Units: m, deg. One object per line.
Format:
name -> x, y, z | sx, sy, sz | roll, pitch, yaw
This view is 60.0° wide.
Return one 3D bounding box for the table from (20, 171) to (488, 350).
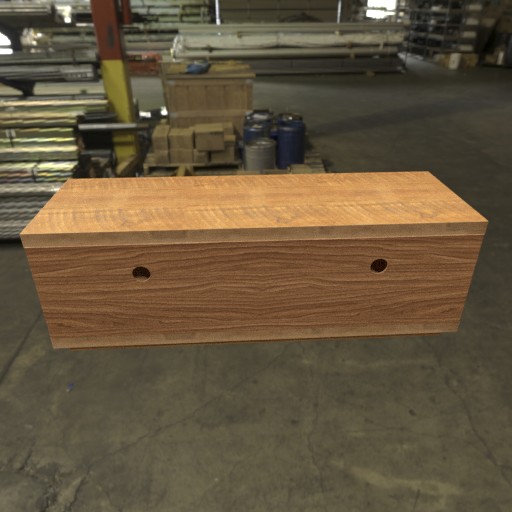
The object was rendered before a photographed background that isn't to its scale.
table -> 0.000, 0.000, 1.749 | 1.499, 0.491, 0.499 | -2, 30, -3
